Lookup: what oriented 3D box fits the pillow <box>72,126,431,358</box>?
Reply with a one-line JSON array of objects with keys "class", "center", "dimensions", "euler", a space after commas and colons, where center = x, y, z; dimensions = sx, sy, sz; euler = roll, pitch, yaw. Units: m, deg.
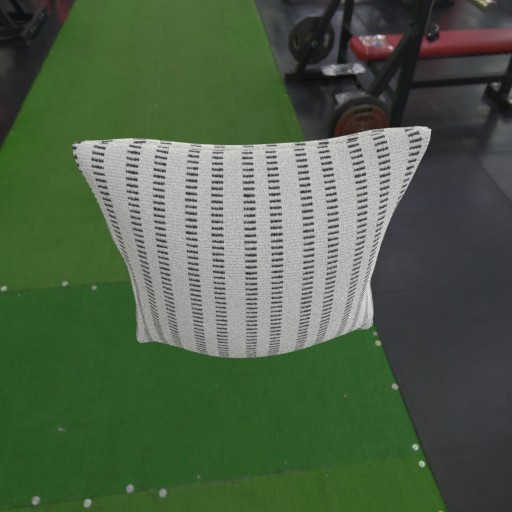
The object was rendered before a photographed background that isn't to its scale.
[{"class": "pillow", "center": [0.000, 0.000, 0.678], "dimensions": [0.438, 0.419, 0.247], "euler": [-3, 46, -3]}]
